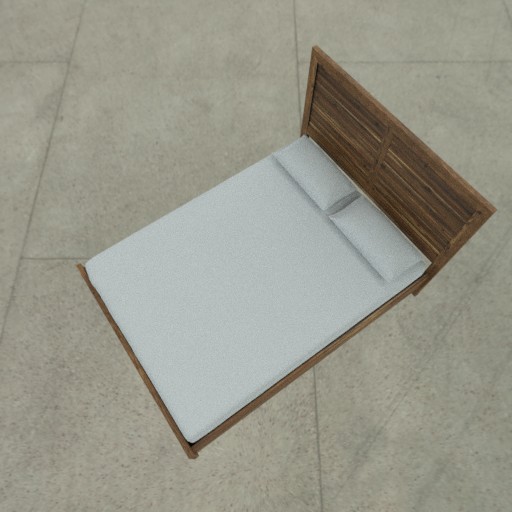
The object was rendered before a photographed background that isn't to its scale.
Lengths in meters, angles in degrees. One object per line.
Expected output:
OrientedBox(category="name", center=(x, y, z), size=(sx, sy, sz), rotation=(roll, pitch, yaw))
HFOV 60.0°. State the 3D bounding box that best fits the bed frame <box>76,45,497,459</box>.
OrientedBox(category="bed frame", center=(0.000, 0.000, 3.252), size=(2.276, 1.417, 1.696), rotation=(-33, 69, -14))
